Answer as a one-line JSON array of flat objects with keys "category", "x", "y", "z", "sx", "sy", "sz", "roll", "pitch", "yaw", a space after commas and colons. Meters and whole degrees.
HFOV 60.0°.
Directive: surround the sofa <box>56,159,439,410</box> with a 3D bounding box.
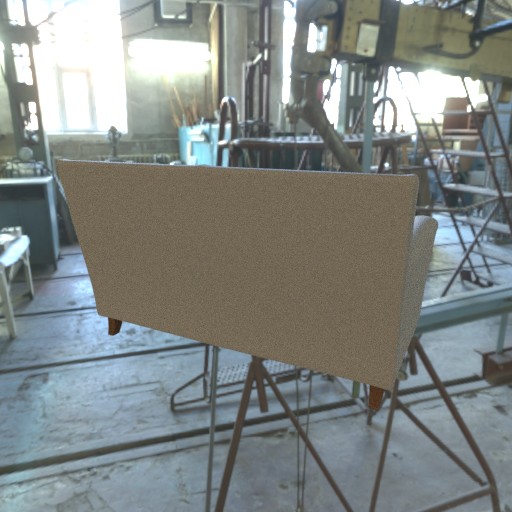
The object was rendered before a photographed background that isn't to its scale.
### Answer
[{"category": "sofa", "x": 0.000, "y": 0.000, "z": 2.059, "sx": 1.482, "sy": 0.890, "sz": 0.888, "roll": 8, "pitch": 18, "yaw": 27}]
